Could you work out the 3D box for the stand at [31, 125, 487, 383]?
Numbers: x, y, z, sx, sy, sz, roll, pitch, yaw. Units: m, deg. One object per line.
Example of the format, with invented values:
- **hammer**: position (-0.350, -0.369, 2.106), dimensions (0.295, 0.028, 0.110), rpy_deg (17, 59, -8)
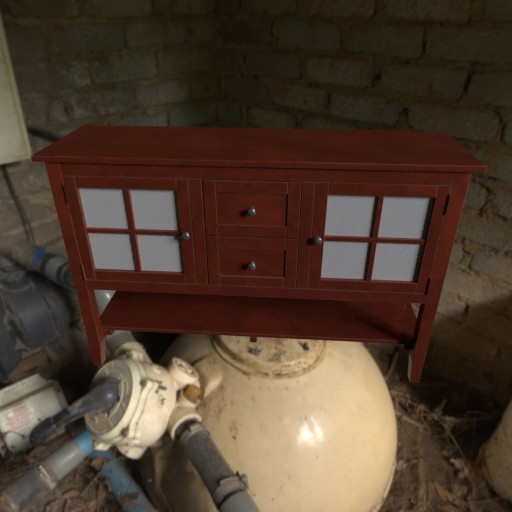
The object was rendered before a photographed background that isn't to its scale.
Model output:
- **stand**: position (0.000, 0.000, 1.702), dimensions (1.362, 0.872, 0.410), rpy_deg (2, 30, 4)
